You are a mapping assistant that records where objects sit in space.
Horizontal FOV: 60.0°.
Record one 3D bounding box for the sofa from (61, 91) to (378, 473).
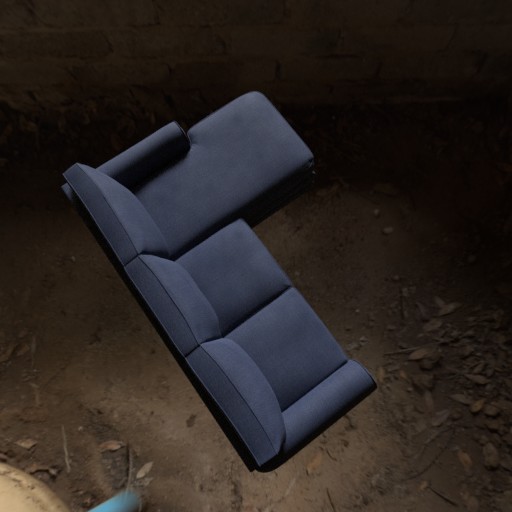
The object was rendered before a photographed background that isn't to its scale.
[{"bbox_3d":[0.000,0.000,3.404,1.780,1.063,2.567,-35,78,-9],"label":"sofa"}]
